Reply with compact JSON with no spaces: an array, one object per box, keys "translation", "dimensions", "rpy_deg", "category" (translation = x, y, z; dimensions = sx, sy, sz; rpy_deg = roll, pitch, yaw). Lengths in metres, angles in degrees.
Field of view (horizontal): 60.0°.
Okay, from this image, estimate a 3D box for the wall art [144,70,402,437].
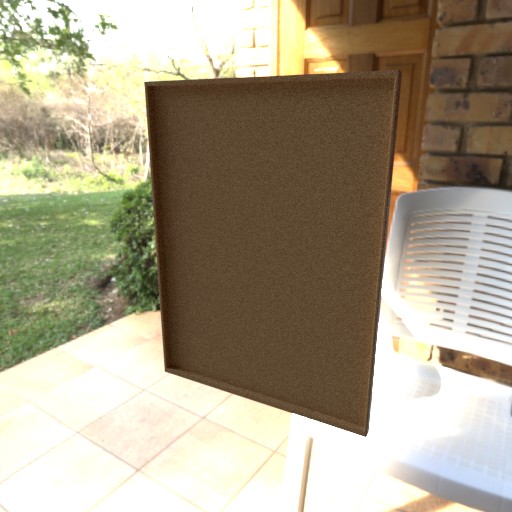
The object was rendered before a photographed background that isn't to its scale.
[{"translation":[0.000,0.000,1.351],"dimensions":[0.762,1.015,0.031],"rpy_deg":[9,20,27],"category":"wall art"}]
